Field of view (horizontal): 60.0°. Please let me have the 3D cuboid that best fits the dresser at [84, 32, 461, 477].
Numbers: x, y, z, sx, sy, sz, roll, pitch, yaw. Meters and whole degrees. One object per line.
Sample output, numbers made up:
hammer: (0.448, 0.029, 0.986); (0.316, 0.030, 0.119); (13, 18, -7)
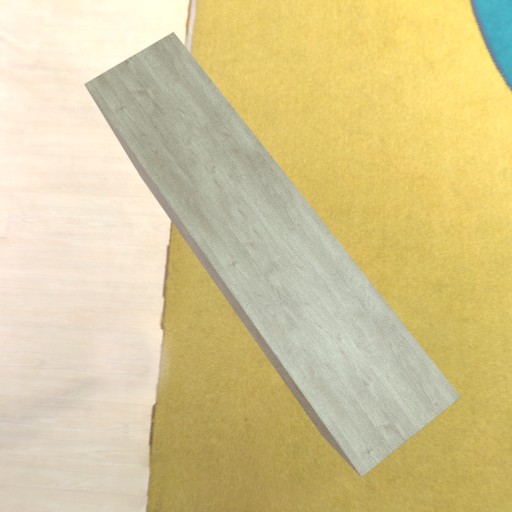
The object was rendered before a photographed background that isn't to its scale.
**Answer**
dresser: (0.000, 0.000, 1.844); (0.390, 0.795, 1.590); (-35, 79, -8)
